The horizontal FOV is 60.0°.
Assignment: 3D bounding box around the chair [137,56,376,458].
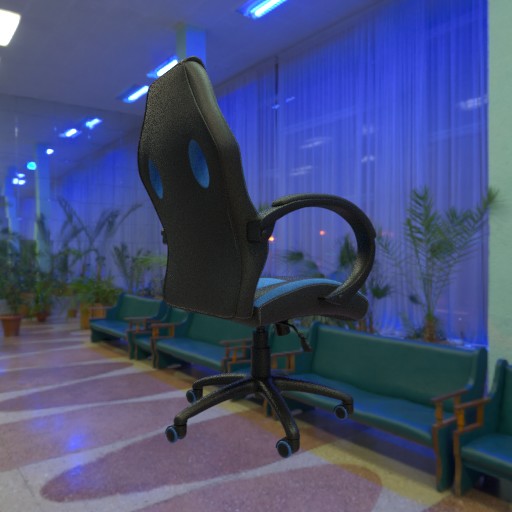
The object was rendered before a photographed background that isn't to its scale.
[{"bbox_3d":[0.000,0.000,1.594,0.724,1.187,0.673,0,1,-36],"label":"chair"}]
